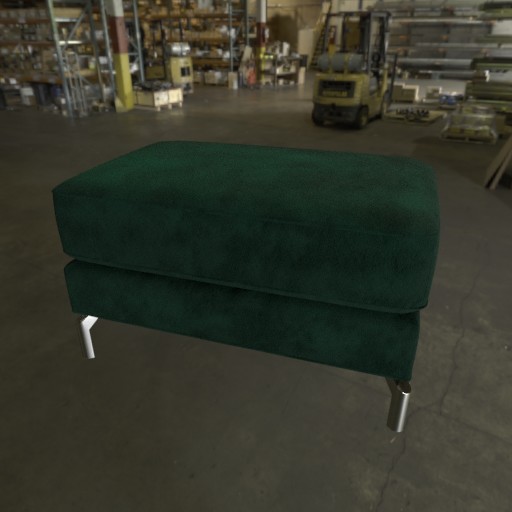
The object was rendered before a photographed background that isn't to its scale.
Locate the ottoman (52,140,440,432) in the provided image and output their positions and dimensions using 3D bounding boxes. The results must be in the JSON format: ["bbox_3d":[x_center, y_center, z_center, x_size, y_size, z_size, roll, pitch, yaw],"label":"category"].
[{"bbox_3d":[0.000,0.000,1.232,0.886,0.533,0.536,8,28,16],"label":"ottoman"}]
